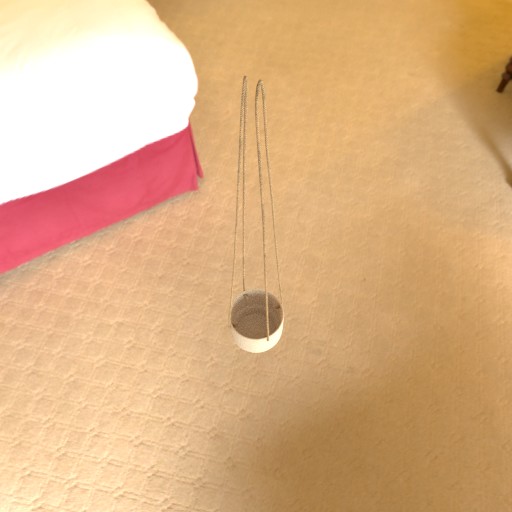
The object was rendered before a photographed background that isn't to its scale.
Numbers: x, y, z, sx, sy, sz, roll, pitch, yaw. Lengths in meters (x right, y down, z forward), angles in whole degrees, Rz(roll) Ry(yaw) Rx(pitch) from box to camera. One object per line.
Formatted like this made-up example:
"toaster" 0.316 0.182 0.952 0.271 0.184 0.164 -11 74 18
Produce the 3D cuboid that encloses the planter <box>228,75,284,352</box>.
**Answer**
"planter" 0.000 0.000 0.903 0.146 0.841 0.146 18 60 10
